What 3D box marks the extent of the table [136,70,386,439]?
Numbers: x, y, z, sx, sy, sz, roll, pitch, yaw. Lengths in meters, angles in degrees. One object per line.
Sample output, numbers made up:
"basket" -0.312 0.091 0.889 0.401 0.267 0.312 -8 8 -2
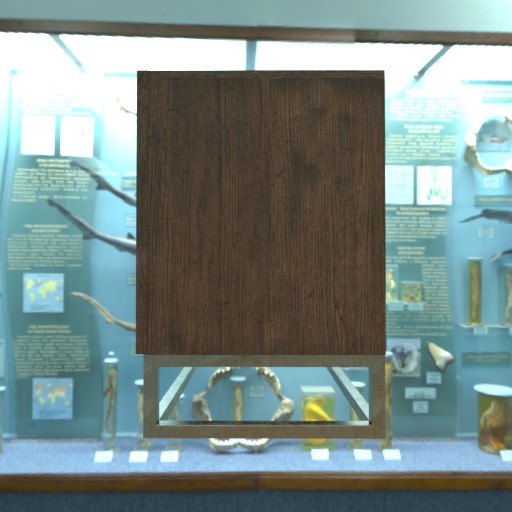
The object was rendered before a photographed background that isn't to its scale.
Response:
"table" 0.000 0.000 1.276 0.542 0.746 0.767 0 -1 0
